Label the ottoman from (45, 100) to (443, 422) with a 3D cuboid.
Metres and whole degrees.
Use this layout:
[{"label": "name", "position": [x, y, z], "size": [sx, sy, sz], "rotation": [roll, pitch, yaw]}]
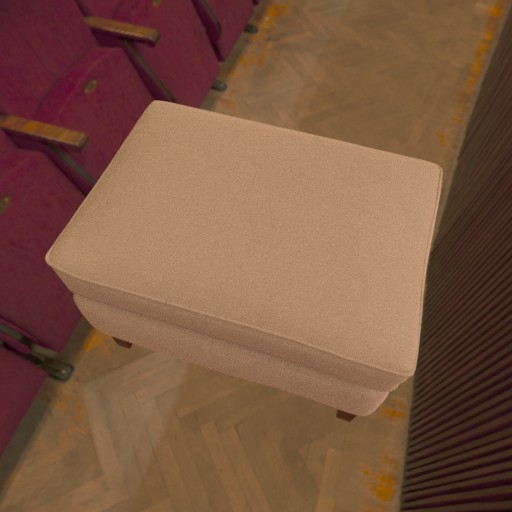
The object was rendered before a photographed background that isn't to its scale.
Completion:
[{"label": "ottoman", "position": [0.000, 0.000, 0.971], "size": [0.665, 0.456, 0.501], "rotation": [16, 60, 9]}]
